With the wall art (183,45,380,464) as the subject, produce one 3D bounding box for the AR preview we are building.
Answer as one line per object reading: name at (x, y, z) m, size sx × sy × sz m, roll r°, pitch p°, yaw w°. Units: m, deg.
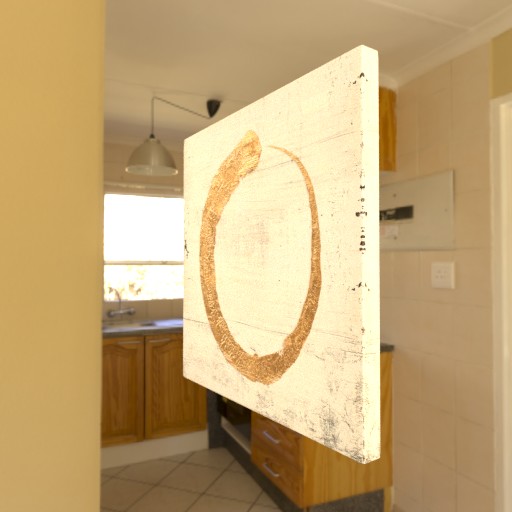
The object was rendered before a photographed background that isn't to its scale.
wall art at (0.000, 0.000, 0.904) m, size 0.040 × 0.611 × 0.610 m, roll 1°, pitch -1°, yaw -34°
